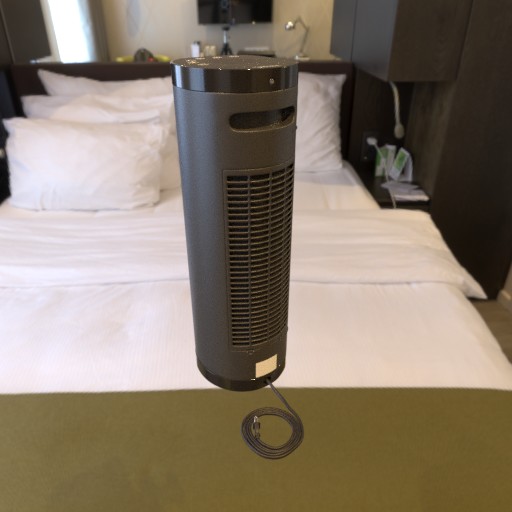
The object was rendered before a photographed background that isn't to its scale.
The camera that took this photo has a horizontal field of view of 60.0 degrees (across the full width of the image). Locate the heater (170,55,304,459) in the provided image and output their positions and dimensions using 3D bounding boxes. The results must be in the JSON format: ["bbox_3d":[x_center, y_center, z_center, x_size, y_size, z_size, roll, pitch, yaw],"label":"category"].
[{"bbox_3d":[0.000,0.000,0.697,0.174,0.552,0.312,-18,34,-29],"label":"heater"}]
